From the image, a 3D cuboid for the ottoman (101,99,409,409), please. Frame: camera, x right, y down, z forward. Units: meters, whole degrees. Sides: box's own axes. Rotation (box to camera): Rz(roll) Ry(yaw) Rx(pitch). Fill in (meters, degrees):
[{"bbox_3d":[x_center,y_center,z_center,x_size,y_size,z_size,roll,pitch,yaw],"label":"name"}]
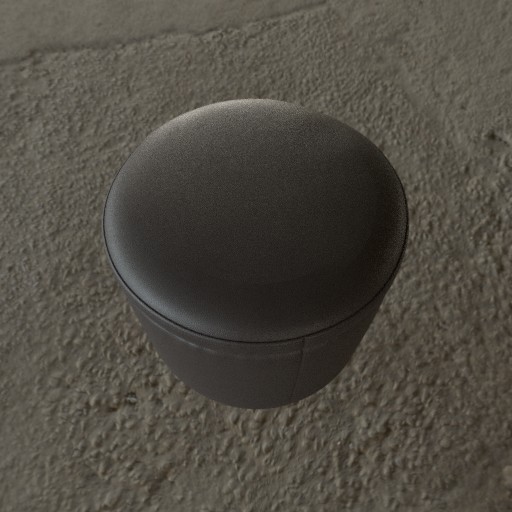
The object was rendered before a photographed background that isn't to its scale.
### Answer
[{"bbox_3d":[0.000,0.000,0.865,0.500,0.409,0.500,0,58,0],"label":"ottoman"}]
